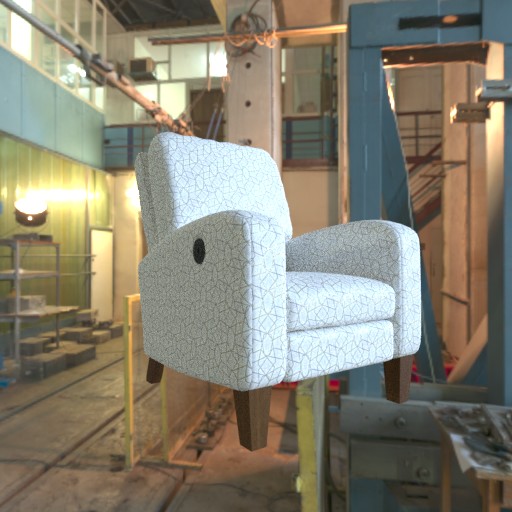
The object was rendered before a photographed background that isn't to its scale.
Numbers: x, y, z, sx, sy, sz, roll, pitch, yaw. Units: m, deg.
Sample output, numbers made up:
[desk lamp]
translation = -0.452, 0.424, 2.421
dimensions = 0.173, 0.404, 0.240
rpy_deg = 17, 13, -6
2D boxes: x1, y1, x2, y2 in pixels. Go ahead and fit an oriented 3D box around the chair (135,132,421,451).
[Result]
[chair]
translation = 0.000, 0.000, 1.782
dimensions = 0.796, 1.064, 0.995
rpy_deg = 0, 0, -36
